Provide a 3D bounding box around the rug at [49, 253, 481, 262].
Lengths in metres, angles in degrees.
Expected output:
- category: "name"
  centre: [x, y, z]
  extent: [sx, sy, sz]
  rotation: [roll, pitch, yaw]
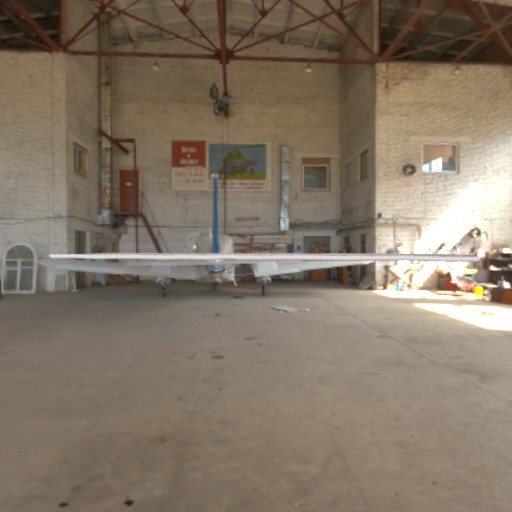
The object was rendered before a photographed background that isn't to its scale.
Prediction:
- category: "rug"
  centre: [0.000, 0.000, 2.740]
  extent: [2.381, 0.035, 0.832]
  rotation: [0, 1, 17]
